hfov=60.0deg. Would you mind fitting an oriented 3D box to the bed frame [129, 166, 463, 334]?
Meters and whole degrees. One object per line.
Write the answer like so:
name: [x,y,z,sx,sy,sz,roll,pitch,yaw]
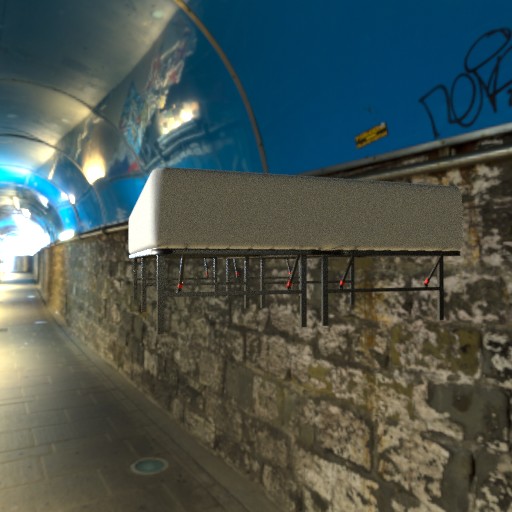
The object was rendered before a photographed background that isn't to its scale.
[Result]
bed frame: [0.000,0.000,2.895,1.528,0.677,2.037,0,-1,-18]
